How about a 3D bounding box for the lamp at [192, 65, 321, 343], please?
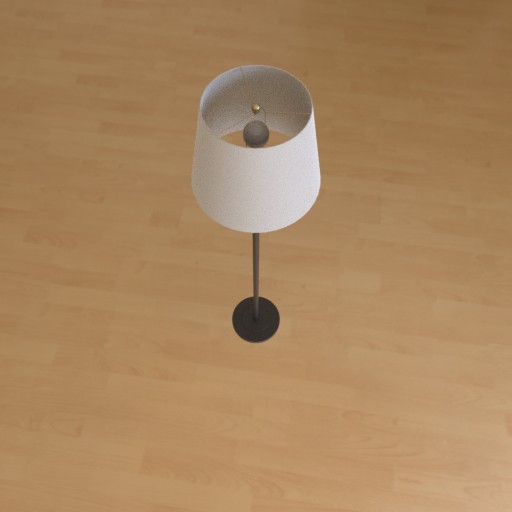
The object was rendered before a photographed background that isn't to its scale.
[{"bbox_3d":[0.000,0.000,1.623,0.348,1.473,0.348,-15,64,-8],"label":"lamp"}]
